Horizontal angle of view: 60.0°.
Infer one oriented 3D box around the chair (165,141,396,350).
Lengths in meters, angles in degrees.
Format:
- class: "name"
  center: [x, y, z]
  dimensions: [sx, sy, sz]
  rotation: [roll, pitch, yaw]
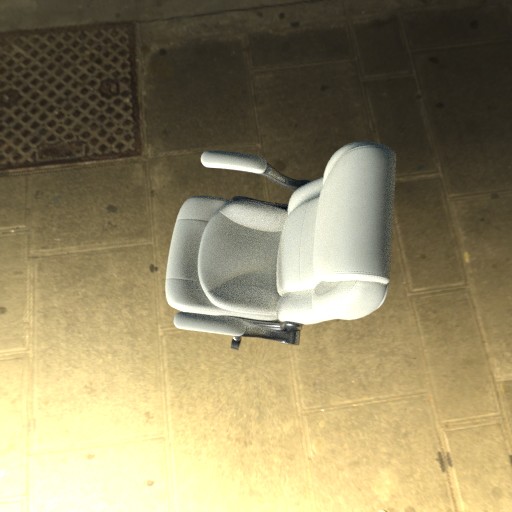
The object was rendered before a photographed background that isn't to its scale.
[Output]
- class: "chair"
  center: [0.000, 0.000, 1.881]
  dimensions: [0.806, 1.330, 0.755]
  rotation: [7, 76, 2]
